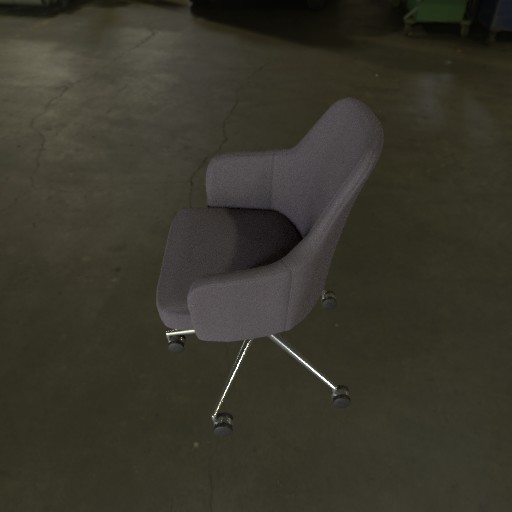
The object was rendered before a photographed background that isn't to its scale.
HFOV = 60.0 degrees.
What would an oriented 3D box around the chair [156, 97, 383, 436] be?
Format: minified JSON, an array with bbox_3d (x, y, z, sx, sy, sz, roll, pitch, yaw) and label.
[{"bbox_3d":[0.000,0.000,1.264,0.600,0.820,0.655,0,41,0],"label":"chair"}]
